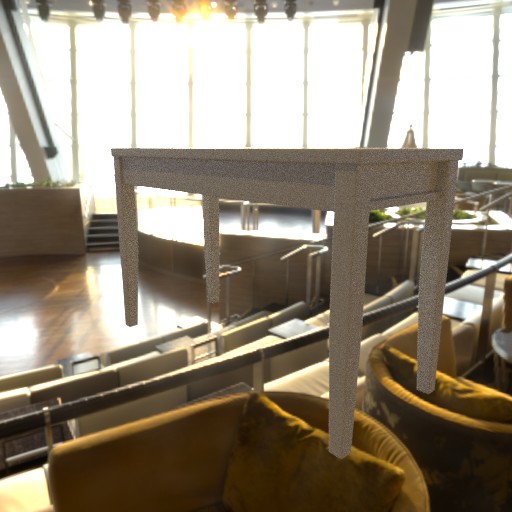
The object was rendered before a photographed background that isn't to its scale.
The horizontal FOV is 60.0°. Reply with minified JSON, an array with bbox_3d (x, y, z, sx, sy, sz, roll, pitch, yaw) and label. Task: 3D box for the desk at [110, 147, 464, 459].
[{"bbox_3d":[0.000,0.000,1.635,0.508,0.775,1.220,-12,18,-41],"label":"desk"}]
